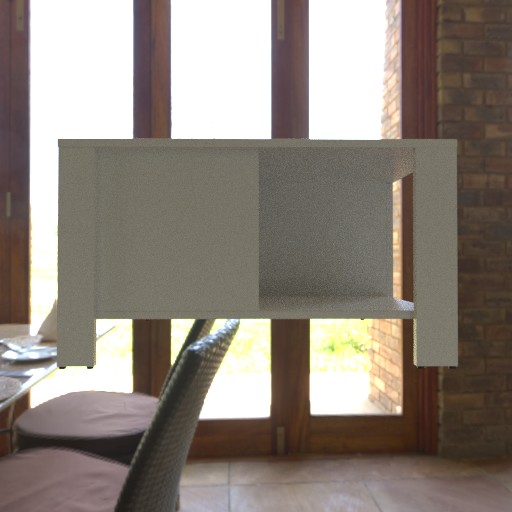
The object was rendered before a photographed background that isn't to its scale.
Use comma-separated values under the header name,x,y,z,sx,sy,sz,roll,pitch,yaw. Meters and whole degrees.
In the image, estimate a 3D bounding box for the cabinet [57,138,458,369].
name,x,y,z,sx,sy,sz,roll,pitch,yaw
cabinet,0.000,0.000,1.282,0.800,0.460,0.800,0,-1,-1
